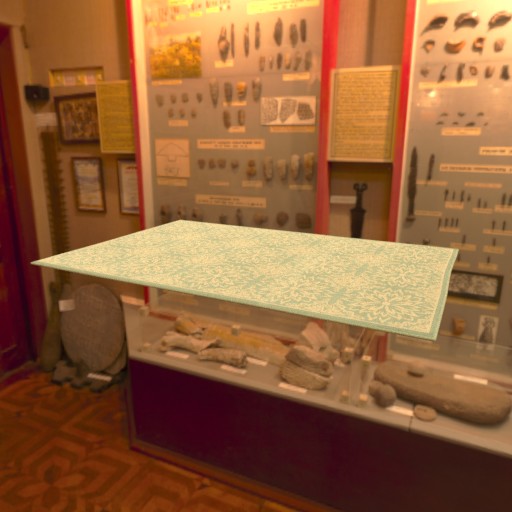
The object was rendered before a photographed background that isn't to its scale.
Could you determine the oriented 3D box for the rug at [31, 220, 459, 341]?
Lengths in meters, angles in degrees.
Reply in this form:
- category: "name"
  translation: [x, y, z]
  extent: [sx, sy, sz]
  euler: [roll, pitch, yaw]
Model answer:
- category: "rug"
  translation: [0.000, 0.000, 3.389]
  extent: [2.746, 0.018, 1.819]
  euler: [8, 17, 26]
